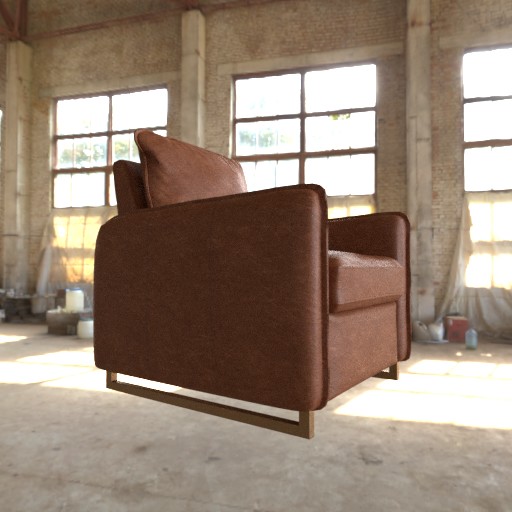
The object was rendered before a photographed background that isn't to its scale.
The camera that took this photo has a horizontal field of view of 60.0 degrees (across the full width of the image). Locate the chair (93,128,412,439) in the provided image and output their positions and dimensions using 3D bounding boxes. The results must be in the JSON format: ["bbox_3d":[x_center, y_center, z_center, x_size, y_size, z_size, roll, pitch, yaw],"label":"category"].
[{"bbox_3d":[0.000,0.000,1.616,0.922,0.922,0.830,-1,-2,35],"label":"chair"}]
